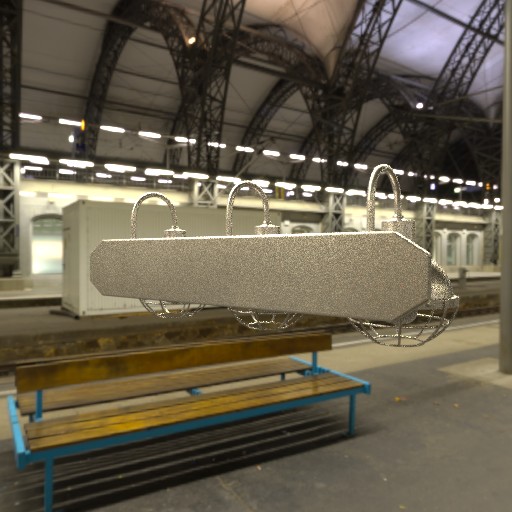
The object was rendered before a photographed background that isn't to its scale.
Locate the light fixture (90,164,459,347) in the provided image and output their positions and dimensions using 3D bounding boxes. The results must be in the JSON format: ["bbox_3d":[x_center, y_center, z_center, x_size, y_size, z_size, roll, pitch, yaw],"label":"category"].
[{"bbox_3d":[0.000,0.000,0.767,0.634,0.254,0.229,0,0,36],"label":"light fixture"}]
